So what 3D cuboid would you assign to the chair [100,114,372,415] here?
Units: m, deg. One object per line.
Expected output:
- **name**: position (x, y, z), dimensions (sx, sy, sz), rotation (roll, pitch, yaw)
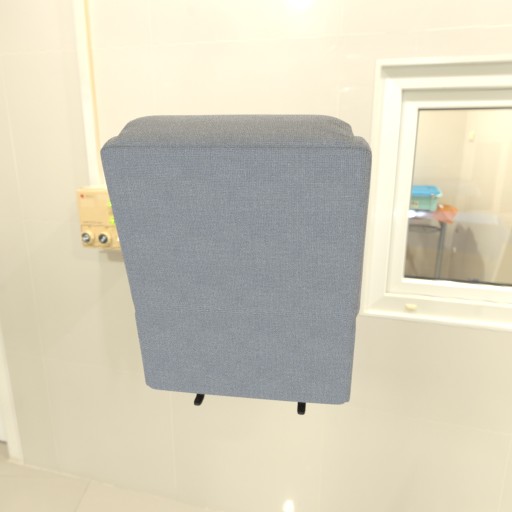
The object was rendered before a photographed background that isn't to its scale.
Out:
- **chair**: position (0.000, 0.000, 1.773), dimensions (0.838, 1.054, 1.014), rotation (2, 16, 8)
